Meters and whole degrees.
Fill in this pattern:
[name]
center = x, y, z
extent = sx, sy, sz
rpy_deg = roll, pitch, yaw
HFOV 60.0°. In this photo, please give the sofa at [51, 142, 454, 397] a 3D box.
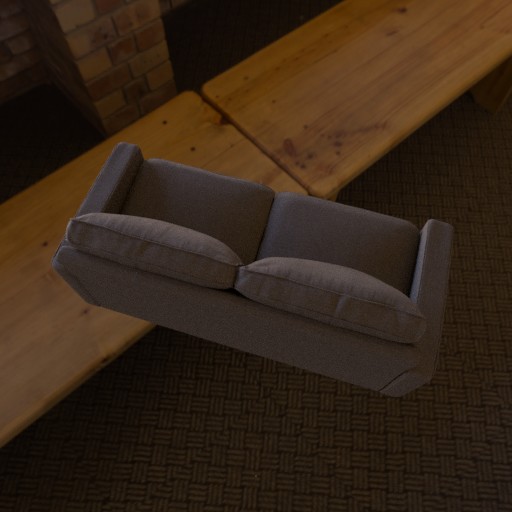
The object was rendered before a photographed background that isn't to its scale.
[sofa]
center = 0.000, 0.000, 2.559
extent = 2.080, 0.919, 0.940
rpy_deg = 15, 65, 7
